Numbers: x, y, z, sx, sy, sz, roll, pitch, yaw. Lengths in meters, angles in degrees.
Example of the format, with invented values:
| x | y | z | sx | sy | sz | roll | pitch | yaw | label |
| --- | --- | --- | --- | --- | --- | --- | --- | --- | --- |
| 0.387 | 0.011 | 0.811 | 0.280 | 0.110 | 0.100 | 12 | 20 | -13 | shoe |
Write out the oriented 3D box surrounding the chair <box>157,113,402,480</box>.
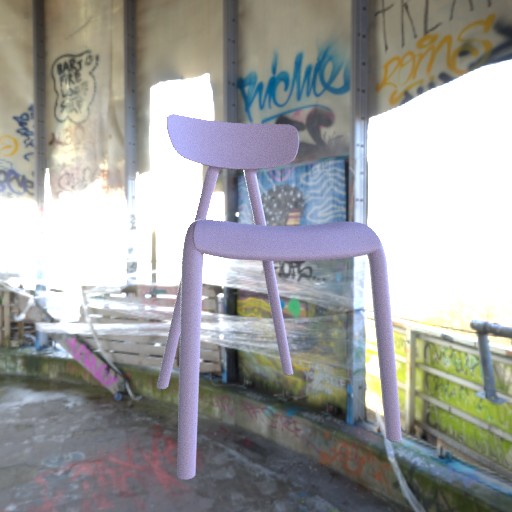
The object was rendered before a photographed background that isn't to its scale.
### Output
| x | y | z | sx | sy | sz | roll | pitch | yaw | label |
| --- | --- | --- | --- | --- | --- | --- | --- | --- | --- |
| 0.000 | 0.000 | 0.819 | 0.356 | 0.580 | 0.401 | -1 | 2 | -19 | chair |
